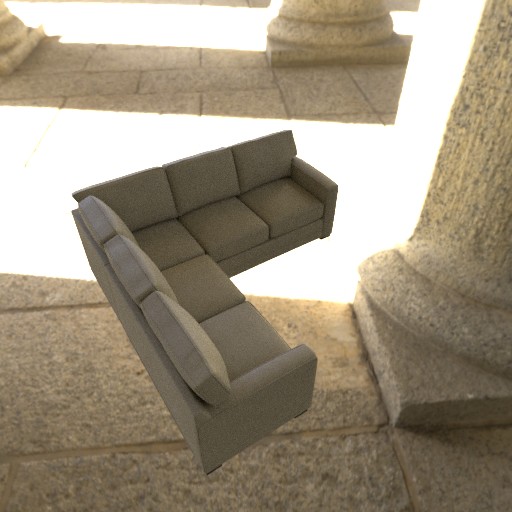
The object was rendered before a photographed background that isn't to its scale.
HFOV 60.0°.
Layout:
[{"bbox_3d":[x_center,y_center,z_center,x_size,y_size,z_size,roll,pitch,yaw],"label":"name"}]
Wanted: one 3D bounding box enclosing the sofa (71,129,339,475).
[{"bbox_3d":[0.000,0.000,3.523,2.211,0.936,2.188,-24,47,-25],"label":"sofa"}]
